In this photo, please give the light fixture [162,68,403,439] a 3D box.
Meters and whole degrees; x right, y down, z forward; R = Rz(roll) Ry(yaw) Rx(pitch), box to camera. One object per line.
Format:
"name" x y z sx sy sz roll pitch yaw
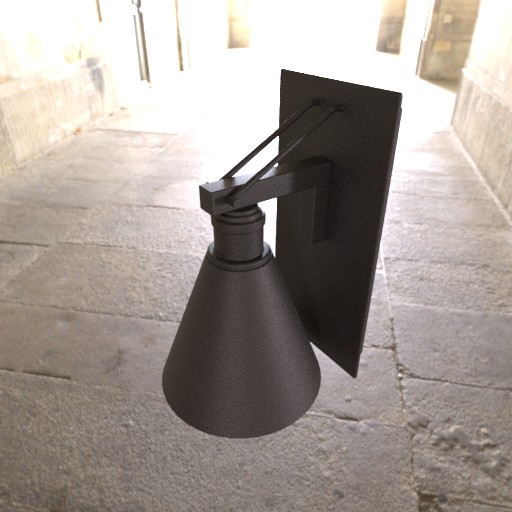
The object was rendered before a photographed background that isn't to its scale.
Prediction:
"light fixture" 0.000 0.000 0.417 0.207 0.298 0.170 -20 36 -30
